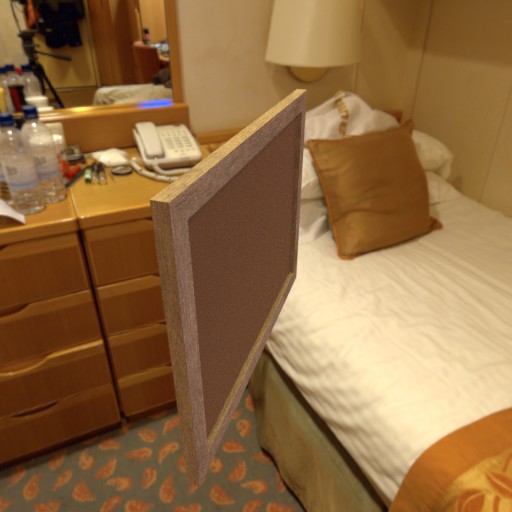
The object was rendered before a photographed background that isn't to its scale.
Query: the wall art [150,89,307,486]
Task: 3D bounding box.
[{"bbox_3d":[0.000,0.000,0.914,0.026,0.535,0.690,10,32,16],"label":"wall art"}]
